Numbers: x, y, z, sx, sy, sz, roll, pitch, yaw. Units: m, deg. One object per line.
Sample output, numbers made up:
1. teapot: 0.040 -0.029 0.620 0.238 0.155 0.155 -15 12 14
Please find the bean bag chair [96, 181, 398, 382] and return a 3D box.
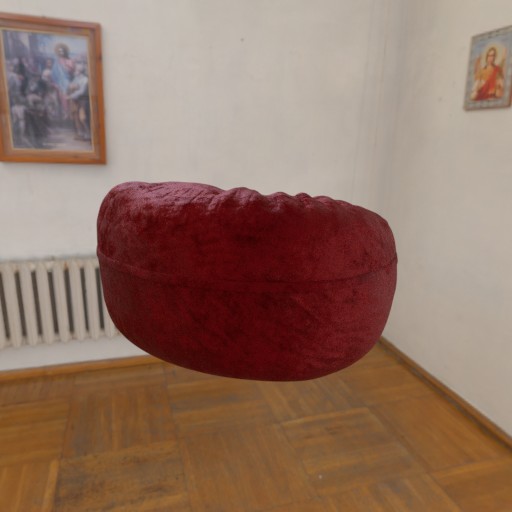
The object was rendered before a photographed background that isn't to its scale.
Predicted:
1. bean bag chair: 0.000 0.000 2.438 1.524 0.878 1.524 8 17 27
